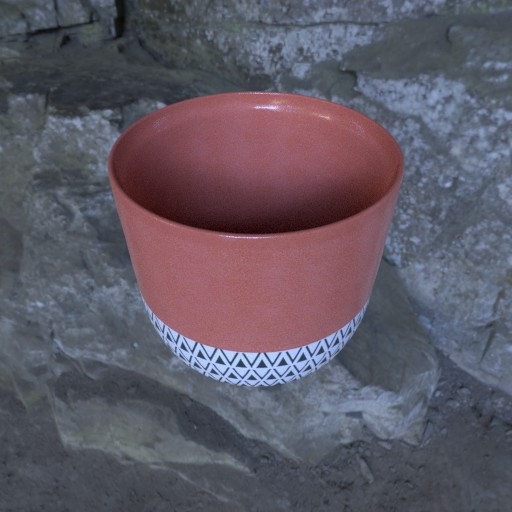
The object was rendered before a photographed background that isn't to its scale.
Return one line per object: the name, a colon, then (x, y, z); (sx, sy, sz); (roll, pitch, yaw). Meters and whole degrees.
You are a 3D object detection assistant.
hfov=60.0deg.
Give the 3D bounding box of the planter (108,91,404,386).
planter: (0.000, 0.000, 0.497); (0.266, 0.270, 0.266); (0, 42, 0)
